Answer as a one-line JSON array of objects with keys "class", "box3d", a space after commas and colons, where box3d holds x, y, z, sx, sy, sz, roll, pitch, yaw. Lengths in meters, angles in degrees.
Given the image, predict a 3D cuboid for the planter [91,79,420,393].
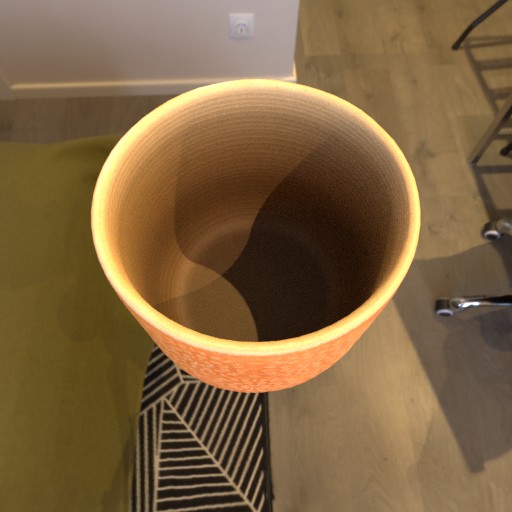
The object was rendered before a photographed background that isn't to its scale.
[{"class": "planter", "box3d": [0.000, 0.000, 0.289, 0.170, 0.152, 0.170, 0, 64, 0]}]
